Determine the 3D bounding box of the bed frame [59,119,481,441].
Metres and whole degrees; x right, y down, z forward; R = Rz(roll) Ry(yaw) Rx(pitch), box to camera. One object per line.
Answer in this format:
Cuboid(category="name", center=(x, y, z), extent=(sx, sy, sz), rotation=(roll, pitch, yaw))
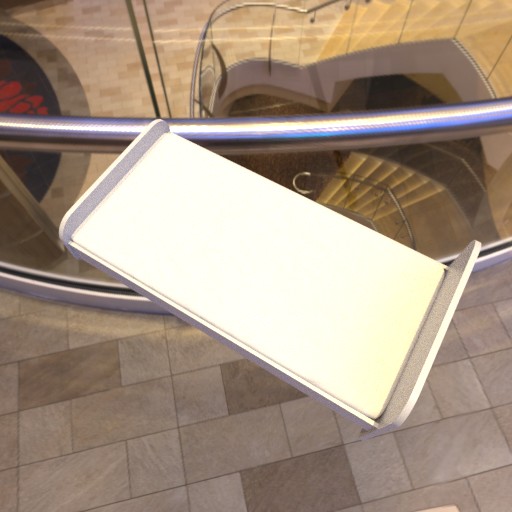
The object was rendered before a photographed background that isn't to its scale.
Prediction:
Cuboid(category="bed frame", center=(0.000, 0.000, 2.493), extent=(1.963, 0.805, 0.998), rotation=(28, 67, 13))
